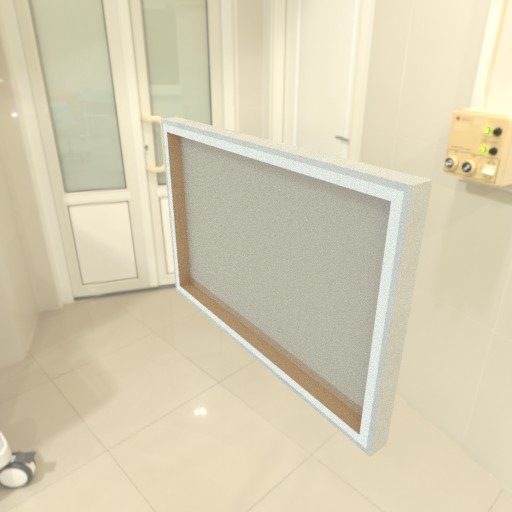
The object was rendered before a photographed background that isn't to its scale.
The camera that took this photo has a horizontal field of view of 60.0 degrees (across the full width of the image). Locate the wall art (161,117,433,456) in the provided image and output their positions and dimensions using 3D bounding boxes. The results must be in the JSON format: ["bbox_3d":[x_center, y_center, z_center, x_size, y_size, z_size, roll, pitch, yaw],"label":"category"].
[{"bbox_3d":[0.000,0.000,0.791,0.038,0.407,0.609,-18,30,-33],"label":"wall art"}]
